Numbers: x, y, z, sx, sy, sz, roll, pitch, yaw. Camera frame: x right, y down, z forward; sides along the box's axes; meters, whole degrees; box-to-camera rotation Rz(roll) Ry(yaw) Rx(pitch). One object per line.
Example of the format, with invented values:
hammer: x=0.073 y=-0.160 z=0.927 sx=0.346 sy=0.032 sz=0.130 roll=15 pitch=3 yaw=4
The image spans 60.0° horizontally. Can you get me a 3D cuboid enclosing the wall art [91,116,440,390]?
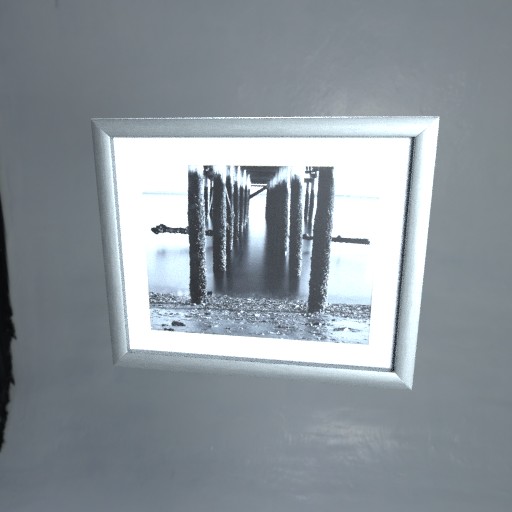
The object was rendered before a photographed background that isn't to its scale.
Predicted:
wall art: x=0.000 y=0.000 z=0.768 sx=0.556 sy=0.457 sz=0.028 roll=2 pitch=15 yaw=9
